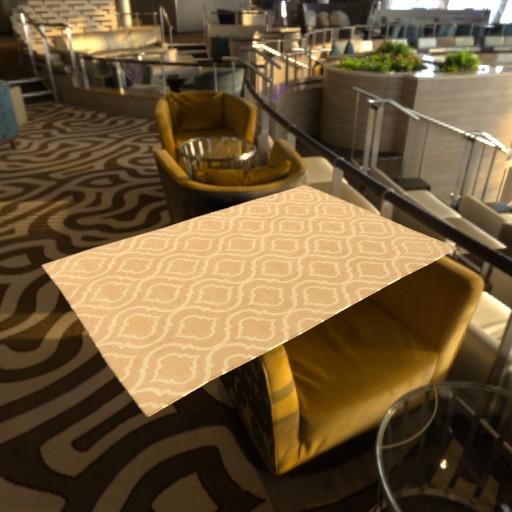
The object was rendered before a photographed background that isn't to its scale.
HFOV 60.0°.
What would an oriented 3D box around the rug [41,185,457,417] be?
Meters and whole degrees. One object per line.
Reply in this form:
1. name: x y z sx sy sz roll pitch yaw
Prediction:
1. rug: 0.000 0.000 2.216 1.761 0.013 1.152 -21 36 -32
